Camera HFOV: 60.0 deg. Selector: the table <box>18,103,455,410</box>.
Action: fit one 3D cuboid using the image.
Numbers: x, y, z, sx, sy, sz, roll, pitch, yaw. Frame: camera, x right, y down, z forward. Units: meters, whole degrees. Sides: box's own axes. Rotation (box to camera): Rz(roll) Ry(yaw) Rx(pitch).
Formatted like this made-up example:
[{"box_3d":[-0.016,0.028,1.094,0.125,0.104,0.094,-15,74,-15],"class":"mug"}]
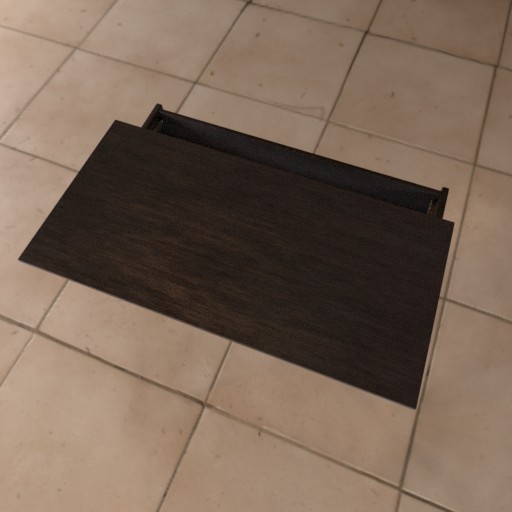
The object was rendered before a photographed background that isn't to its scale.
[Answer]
[{"box_3d":[0.000,0.000,1.426,1.000,0.570,0.712,19,65,9],"class":"table"}]
